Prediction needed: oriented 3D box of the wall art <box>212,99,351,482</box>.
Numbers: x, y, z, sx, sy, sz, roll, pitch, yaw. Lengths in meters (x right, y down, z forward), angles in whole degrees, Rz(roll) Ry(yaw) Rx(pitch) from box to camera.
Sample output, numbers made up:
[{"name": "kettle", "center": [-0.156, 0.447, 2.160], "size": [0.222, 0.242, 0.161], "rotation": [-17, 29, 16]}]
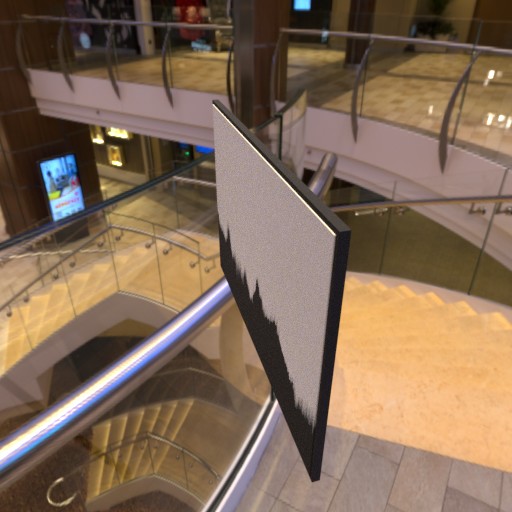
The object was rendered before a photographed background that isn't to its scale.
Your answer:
[{"name": "wall art", "center": [0.000, 0.000, 1.536], "size": [0.028, 0.805, 1.190], "rotation": [-9, 32, -14]}]
